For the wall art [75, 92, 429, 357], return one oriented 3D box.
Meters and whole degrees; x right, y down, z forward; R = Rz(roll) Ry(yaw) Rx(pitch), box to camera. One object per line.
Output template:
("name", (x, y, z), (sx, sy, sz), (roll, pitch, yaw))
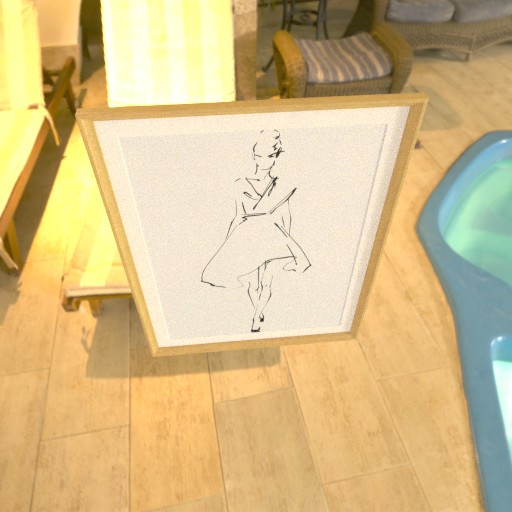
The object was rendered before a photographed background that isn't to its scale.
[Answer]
("wall art", (0.000, 0.000, 1.367), (0.798, 1.002, 0.030), (-4, 46, -4))
